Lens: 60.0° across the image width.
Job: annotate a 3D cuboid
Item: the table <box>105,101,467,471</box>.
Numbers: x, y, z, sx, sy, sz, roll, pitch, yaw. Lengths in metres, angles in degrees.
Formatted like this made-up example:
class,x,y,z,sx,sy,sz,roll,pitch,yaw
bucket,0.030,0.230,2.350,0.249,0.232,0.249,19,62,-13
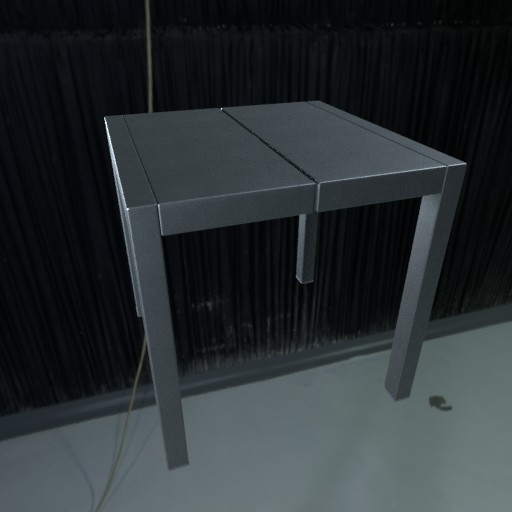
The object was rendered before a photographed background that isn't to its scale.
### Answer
class,x,y,z,sx,sy,sz,roll,pitch,yaw
table,0.000,0.000,0.936,0.508,0.508,0.508,-10,32,-17
